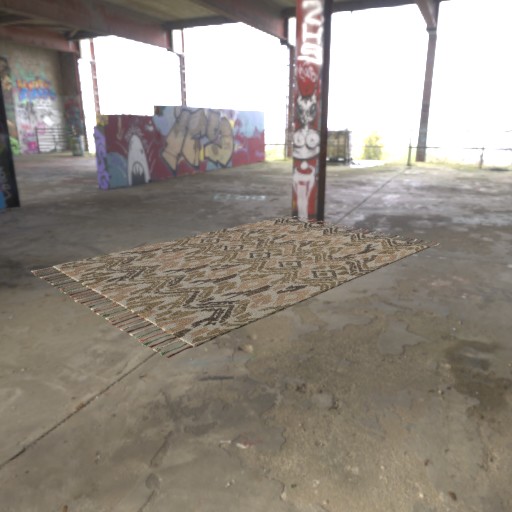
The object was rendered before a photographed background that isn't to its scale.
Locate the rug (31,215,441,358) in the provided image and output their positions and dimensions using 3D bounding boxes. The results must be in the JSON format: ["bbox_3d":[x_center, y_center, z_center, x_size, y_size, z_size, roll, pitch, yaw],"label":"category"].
[{"bbox_3d":[0.000,0.000,3.028,2.438,0.008,1.524,-16,23,-42],"label":"rug"}]
